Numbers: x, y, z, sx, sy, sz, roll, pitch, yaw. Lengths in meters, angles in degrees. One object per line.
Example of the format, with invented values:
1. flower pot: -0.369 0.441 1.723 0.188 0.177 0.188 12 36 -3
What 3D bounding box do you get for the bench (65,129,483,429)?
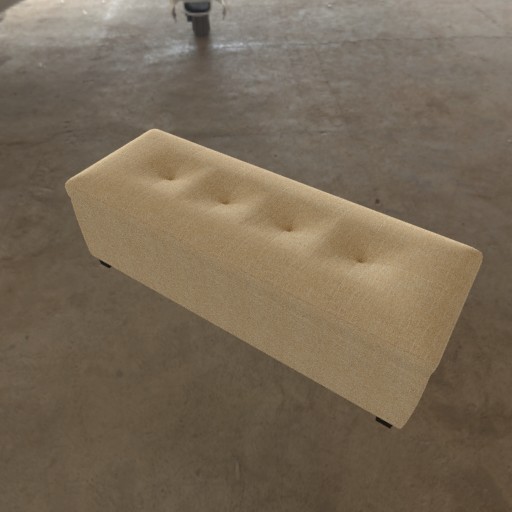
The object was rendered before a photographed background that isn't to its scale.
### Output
1. bench: 0.000 0.000 1.438 1.219 0.406 0.432 25 50 23
